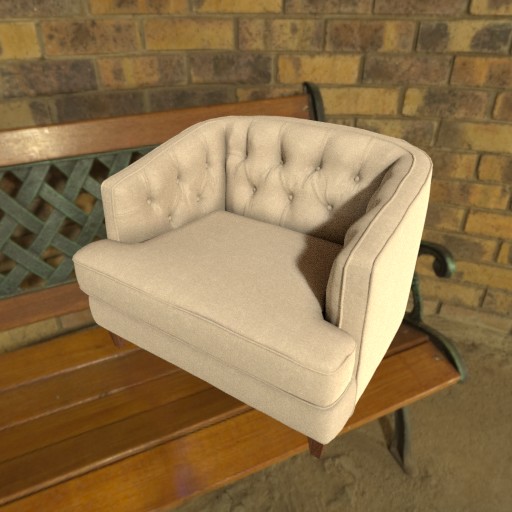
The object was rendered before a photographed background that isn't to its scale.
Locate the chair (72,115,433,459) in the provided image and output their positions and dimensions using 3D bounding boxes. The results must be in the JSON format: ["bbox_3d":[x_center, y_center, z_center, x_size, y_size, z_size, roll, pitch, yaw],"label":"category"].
[{"bbox_3d":[0.000,0.000,1.727,1.104,0.852,0.941,19,35,28],"label":"chair"}]
